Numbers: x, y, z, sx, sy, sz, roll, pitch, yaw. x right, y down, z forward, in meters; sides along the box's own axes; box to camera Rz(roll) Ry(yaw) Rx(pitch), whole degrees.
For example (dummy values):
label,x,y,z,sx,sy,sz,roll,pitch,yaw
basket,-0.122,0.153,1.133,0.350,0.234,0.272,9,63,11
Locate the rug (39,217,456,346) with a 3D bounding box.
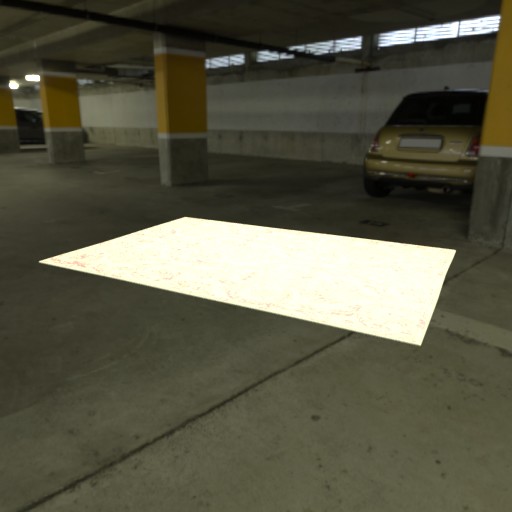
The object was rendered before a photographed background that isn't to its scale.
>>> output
label,x,y,z,sx,sy,sz,roll,pitch,yaw
rug,0.000,0.000,3.488,2.746,0.018,1.819,9,19,27
